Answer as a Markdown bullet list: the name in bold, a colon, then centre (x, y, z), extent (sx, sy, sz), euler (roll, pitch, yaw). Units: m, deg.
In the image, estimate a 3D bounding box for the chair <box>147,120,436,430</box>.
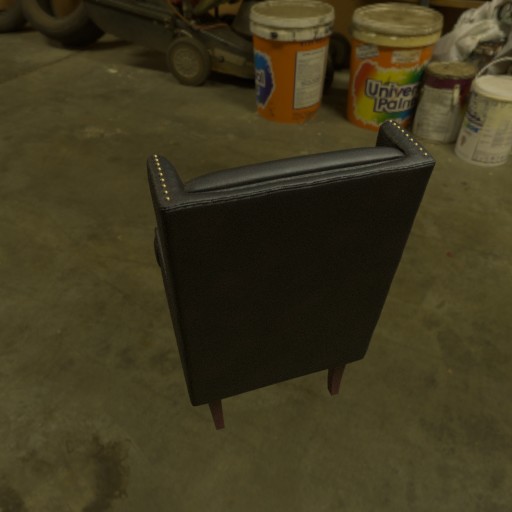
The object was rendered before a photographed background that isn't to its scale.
- **chair**: centre (0.000, 0.000, 1.646), extent (0.703, 1.142, 0.799), euler (-12, 42, -13)
